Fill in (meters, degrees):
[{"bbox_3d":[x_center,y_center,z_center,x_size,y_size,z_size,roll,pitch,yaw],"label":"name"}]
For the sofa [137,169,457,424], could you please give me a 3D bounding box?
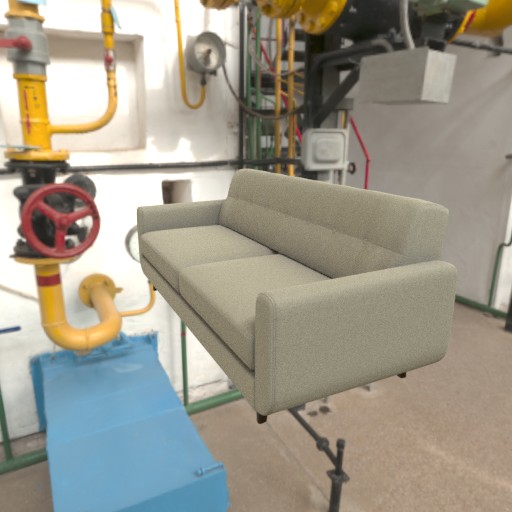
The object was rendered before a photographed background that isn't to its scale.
[{"bbox_3d":[0.000,0.000,2.661,0.980,0.892,2.137,-8,18,-25],"label":"sofa"}]
